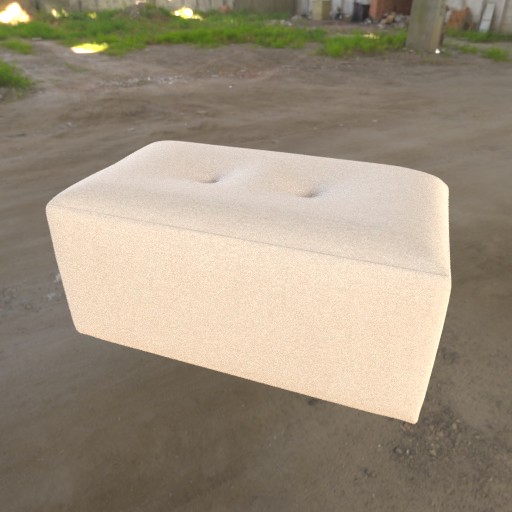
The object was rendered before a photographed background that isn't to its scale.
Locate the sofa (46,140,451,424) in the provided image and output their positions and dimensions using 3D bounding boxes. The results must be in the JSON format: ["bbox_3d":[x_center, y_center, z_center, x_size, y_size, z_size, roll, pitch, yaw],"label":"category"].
[{"bbox_3d":[0.000,0.000,1.192,0.930,0.470,0.480,11,33,17],"label":"sofa"}]
